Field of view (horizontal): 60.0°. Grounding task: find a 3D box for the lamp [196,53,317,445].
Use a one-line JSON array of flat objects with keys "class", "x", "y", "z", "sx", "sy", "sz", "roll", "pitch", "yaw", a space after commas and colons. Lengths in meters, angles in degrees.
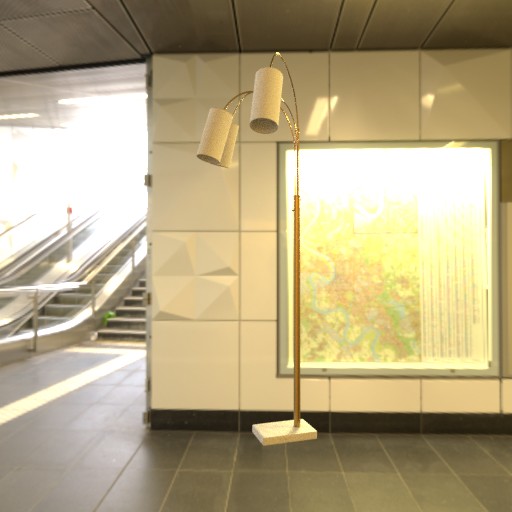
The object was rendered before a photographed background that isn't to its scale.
[{"class": "lamp", "x": 0.000, "y": 0.000, "z": 2.484, "sx": 0.667, "sy": 2.055, "sz": 1.020, "roll": 0, "pitch": -1, "yaw": -18}]
